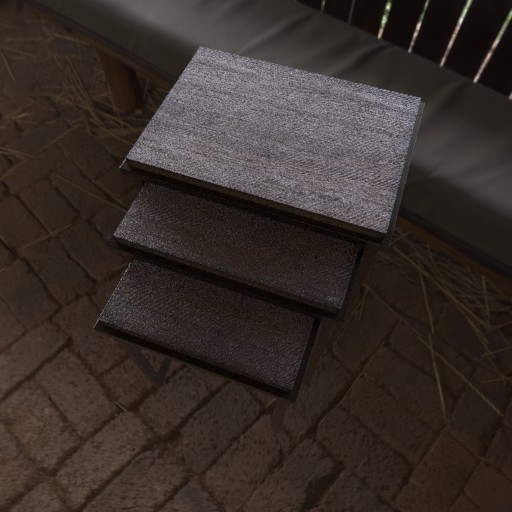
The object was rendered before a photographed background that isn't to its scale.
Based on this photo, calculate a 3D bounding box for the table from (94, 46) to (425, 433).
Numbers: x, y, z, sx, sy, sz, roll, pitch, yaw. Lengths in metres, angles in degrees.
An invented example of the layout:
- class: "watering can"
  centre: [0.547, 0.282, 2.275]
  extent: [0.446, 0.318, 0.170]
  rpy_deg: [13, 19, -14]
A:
- class: "table"
  centre: [0.000, 0.000, 1.133]
  extent: [0.559, 0.610, 0.706]
  rpy_deg: [17, 62, 10]
